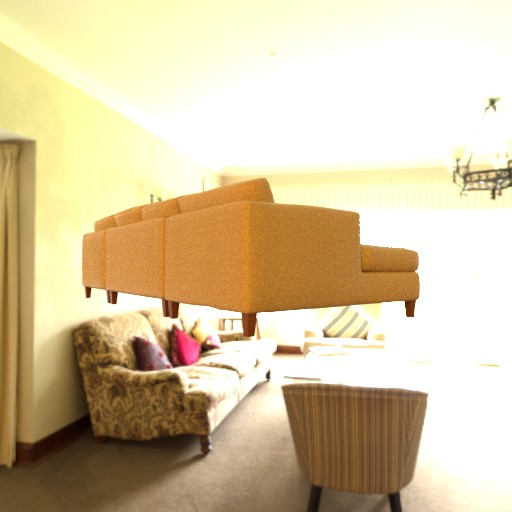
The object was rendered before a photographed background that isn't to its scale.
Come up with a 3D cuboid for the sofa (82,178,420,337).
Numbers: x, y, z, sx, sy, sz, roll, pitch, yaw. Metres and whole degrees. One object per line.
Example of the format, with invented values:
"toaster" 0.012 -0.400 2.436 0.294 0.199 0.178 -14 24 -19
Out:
"sofa" 0.000 0.000 4.532 2.594 0.961 3.460 1 -1 -36
